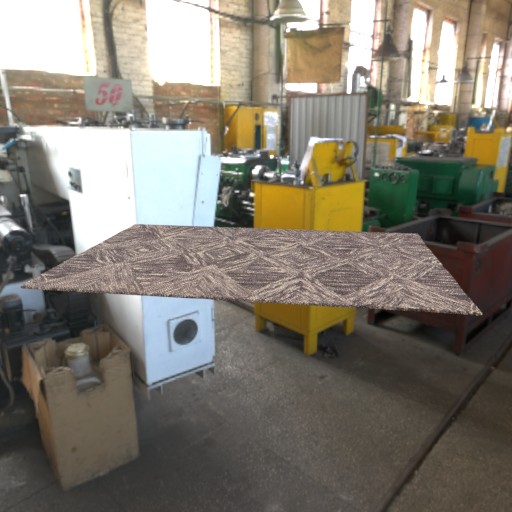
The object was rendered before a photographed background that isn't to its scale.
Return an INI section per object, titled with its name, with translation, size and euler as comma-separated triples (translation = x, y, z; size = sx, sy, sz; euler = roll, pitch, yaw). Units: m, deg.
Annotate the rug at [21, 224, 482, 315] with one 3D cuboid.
[rug]
translation = 0.000, 0.000, 2.261
size = 1.814, 0.012, 1.186
euler = 2, 17, 8
